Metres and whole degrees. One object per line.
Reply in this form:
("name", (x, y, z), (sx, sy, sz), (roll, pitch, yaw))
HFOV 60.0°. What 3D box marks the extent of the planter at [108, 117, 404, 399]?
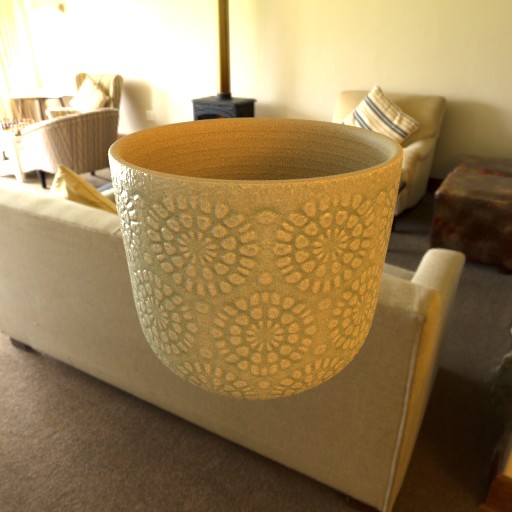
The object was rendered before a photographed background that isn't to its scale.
("planter", (0.000, 0.000, 0.298), (0.169, 0.153, 0.169), (0, 26, 0))
